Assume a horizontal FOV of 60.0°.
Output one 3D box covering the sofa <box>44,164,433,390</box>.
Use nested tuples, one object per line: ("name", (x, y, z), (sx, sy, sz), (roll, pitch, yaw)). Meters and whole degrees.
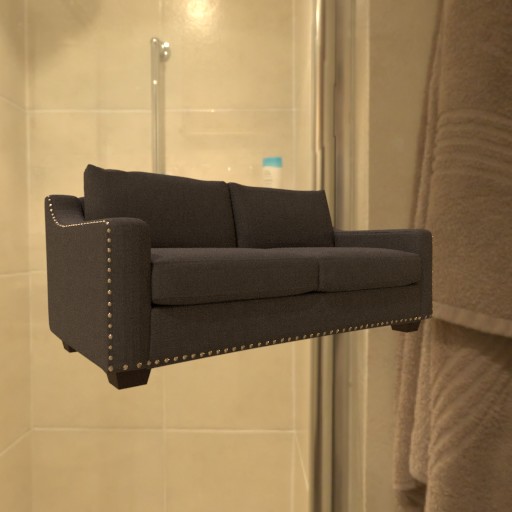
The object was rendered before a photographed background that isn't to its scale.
("sofa", (0.000, 0.000, 3.201), (2.550, 1.196, 1.336), (-1, 2, -37))
